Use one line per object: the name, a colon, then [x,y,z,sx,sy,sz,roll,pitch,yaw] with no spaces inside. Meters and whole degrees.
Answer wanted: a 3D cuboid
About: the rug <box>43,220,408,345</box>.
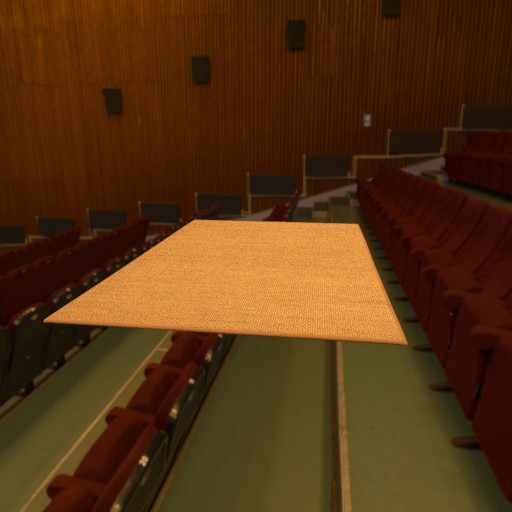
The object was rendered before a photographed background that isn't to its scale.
rug: [0.000,0.000,2.052,1.061,0.012,1.668,2,15,8]
